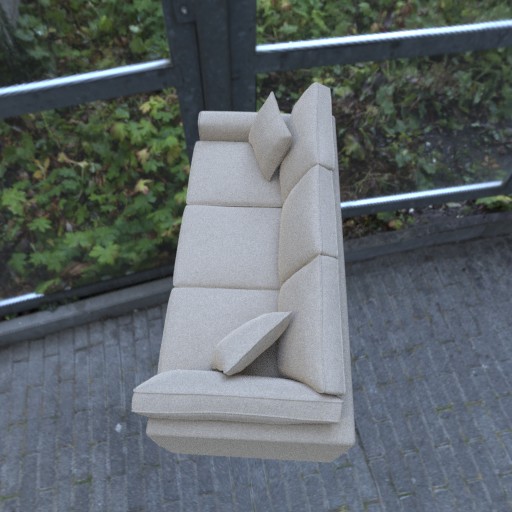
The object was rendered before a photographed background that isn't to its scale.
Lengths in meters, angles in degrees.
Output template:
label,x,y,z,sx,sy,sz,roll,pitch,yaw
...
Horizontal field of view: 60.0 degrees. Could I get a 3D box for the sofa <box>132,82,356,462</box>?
label,x,y,z,sx,sy,sz,roll,pitch,yaw
sofa,0.000,0.000,2.869,1.061,0.962,2.317,2,60,1
